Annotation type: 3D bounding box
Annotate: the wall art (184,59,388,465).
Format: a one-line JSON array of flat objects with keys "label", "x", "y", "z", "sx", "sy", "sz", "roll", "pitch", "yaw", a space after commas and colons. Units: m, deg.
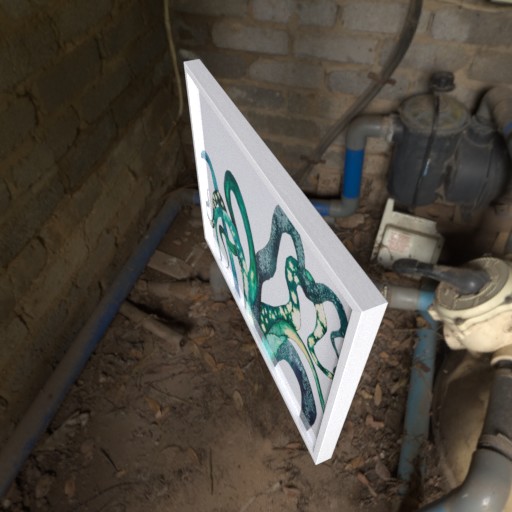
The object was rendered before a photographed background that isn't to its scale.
[{"label": "wall art", "x": 0.000, "y": 0.000, "z": 1.370, "sx": 0.053, "sy": 0.787, "sz": 1.041, "roll": -17, "pitch": 50, "yaw": -15}]
